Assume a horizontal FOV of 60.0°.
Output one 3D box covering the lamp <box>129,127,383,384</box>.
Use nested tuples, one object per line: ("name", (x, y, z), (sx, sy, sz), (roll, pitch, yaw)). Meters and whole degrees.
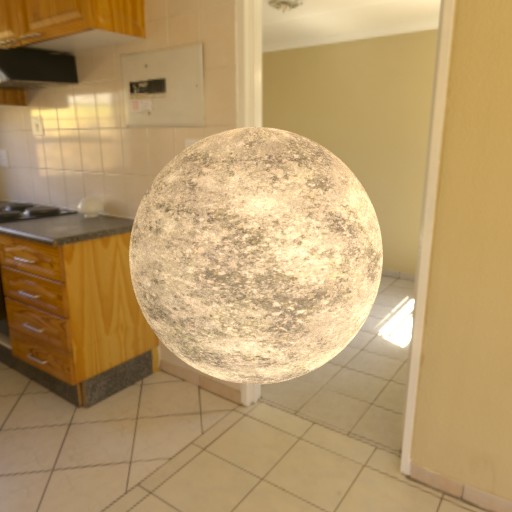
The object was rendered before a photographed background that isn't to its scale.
("lamp", (0.000, 0.000, 0.767), (0.422, 0.429, 0.422), (0, 15, 0))
